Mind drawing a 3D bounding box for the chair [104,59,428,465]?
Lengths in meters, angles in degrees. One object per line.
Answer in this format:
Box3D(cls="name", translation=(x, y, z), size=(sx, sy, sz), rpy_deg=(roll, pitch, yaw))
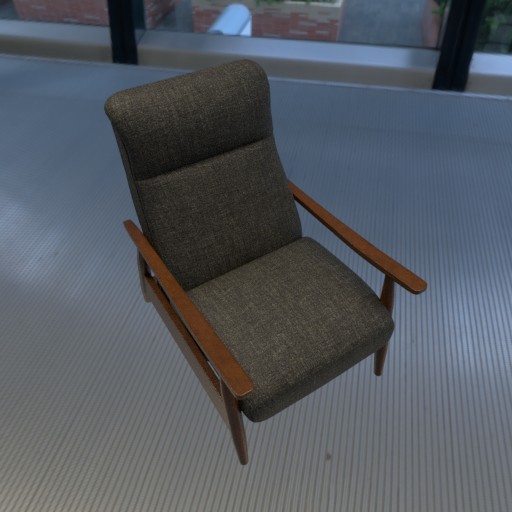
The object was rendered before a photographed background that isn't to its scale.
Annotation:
Box3D(cls="chair", translation=(0.000, 0.000, 1.725), size=(0.762, 1.082, 1.014), rpy_deg=(-25, 51, -22))
